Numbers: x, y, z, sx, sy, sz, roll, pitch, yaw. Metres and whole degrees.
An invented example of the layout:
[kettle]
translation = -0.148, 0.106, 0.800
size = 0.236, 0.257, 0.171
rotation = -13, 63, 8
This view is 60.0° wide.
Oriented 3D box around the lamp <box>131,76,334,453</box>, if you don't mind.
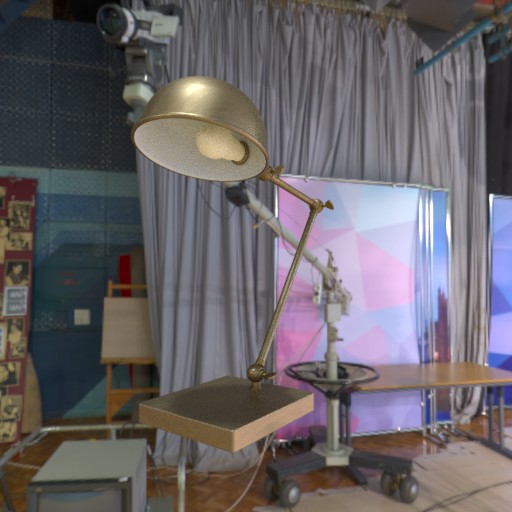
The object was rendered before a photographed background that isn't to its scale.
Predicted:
[lamp]
translation = 0.000, 0.000, 0.551
size = 0.149, 0.371, 0.339
rotation = -1, -1, 37
